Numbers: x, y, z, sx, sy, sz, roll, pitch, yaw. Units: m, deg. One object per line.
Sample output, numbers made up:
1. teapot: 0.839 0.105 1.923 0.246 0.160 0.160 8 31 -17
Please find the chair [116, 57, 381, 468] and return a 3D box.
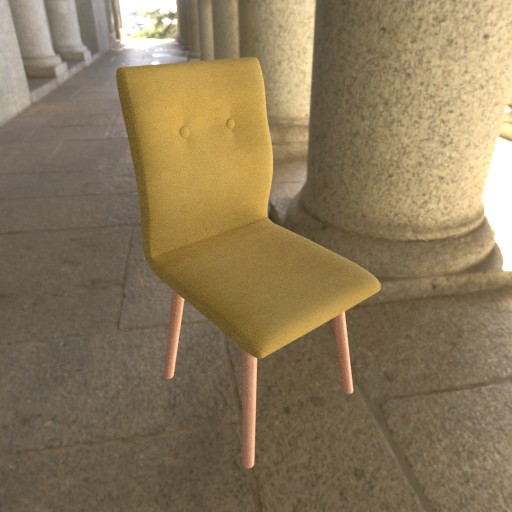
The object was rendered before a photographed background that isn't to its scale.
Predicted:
1. chair: 0.000 0.000 1.243 0.450 0.965 0.550 -22 36 -34
